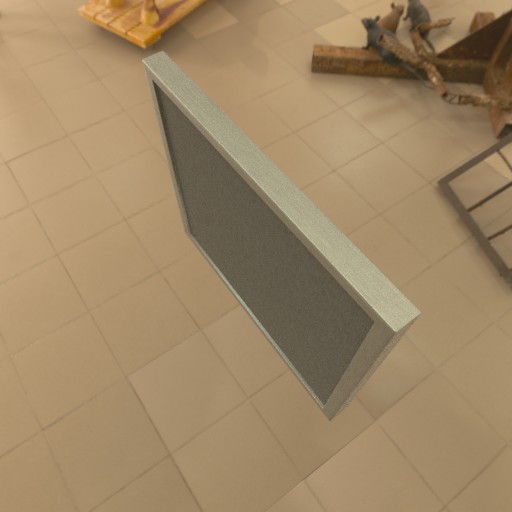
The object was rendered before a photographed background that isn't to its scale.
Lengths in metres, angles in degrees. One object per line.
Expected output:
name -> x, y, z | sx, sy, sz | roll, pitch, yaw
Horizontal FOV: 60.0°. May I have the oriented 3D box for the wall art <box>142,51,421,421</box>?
wall art -> 0.000, 0.000, 0.541 | 0.028, 0.330, 0.380 | -32, 64, -17
